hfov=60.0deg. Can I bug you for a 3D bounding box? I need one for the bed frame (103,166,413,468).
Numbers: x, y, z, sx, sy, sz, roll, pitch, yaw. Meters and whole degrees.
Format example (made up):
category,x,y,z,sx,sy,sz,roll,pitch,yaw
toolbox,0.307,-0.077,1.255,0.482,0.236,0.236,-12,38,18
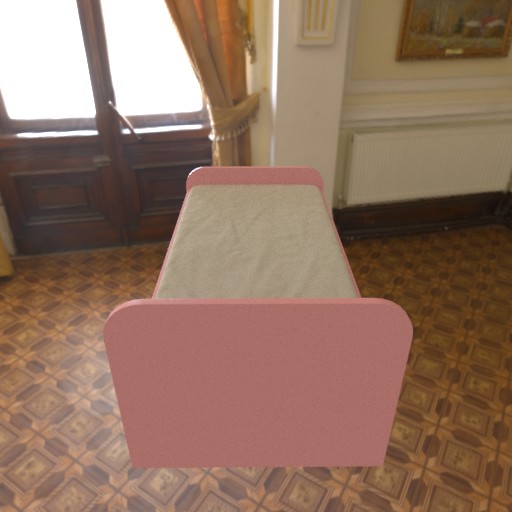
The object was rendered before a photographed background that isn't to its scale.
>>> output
category,x,y,z,sx,sy,sz,roll,pitch,yaw
bed frame,0.000,0.000,2.411,0.998,0.805,1.963,0,30,0
